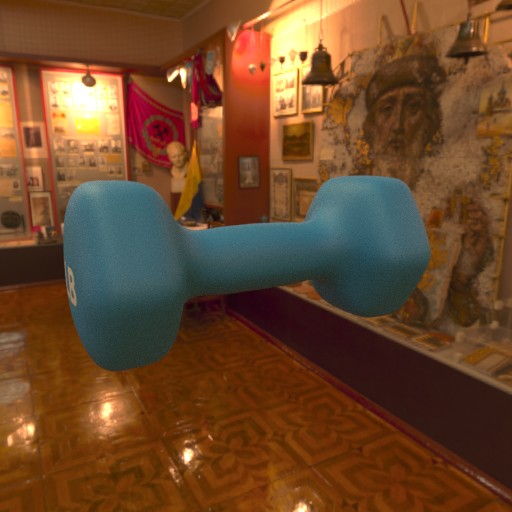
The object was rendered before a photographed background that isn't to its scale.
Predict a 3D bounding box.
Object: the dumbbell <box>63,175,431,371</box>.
[{"bbox_3d":[0.000,0.000,0.192,0.152,0.066,0.074,-6,14,-27],"label":"dumbbell"}]
